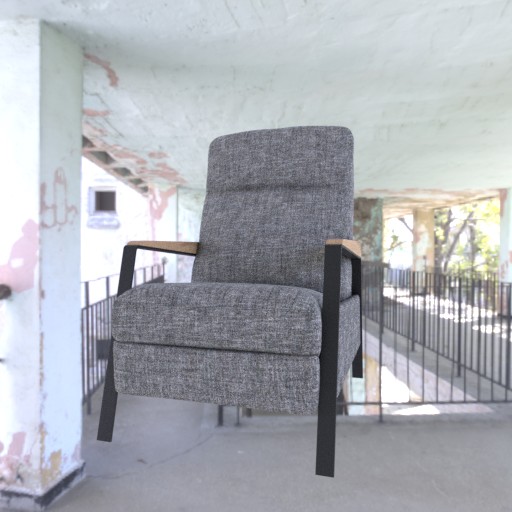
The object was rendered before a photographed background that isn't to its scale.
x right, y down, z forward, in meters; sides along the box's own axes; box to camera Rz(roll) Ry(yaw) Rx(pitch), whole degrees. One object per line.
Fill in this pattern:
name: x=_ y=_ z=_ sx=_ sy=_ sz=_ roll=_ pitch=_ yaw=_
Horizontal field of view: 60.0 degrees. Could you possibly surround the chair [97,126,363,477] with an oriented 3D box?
chair: x=0.000 y=0.000 z=1.561 sx=0.671 sy=1.042 sz=0.868 roll=0 pitch=1 yaw=18
